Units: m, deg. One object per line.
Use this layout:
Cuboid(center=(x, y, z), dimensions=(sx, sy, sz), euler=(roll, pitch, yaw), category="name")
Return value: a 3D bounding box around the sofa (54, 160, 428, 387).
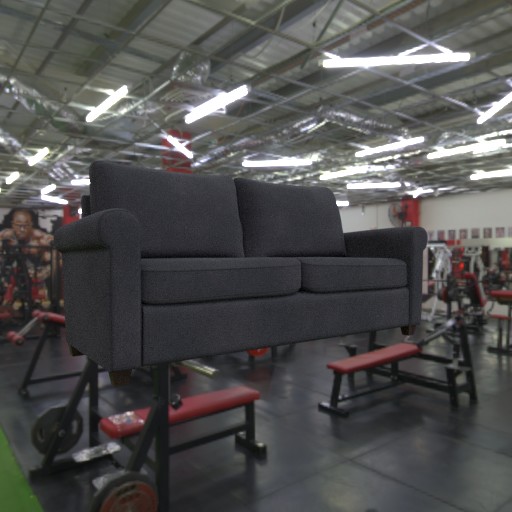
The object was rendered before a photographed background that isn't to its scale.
Cuboid(center=(0.000, 0.000, 2.423), dimensions=(1.935, 0.942, 0.842), euler=(0, 0, -35), category="sofa")
